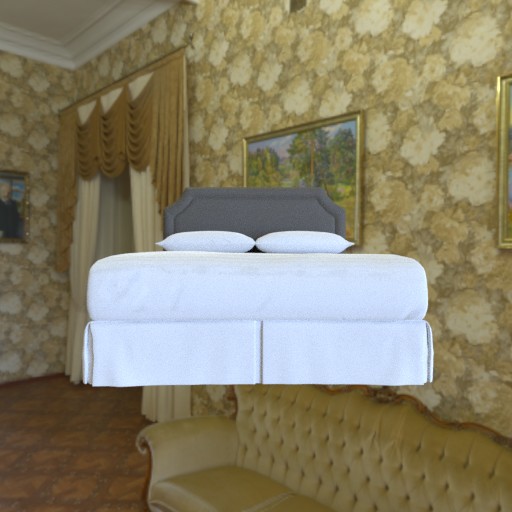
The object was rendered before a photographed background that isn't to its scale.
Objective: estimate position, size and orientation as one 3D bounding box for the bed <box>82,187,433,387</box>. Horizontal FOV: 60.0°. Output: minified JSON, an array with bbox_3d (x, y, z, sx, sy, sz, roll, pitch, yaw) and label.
[{"bbox_3d":[0.000,0.000,3.909,2.194,1.561,2.536,0,0,-1],"label":"bed"}]
